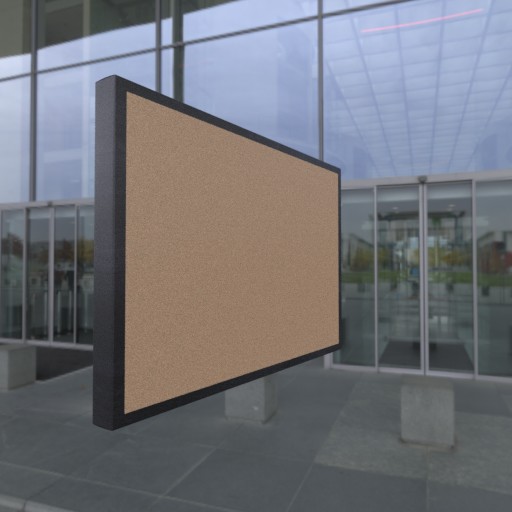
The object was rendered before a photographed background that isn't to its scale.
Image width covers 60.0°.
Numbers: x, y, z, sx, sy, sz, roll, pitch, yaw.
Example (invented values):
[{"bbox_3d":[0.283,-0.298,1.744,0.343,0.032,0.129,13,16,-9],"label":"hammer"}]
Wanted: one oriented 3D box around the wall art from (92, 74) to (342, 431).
[{"bbox_3d":[0.000,0.000,0.762,0.038,0.409,0.610,-1,-2,36],"label":"wall art"}]
